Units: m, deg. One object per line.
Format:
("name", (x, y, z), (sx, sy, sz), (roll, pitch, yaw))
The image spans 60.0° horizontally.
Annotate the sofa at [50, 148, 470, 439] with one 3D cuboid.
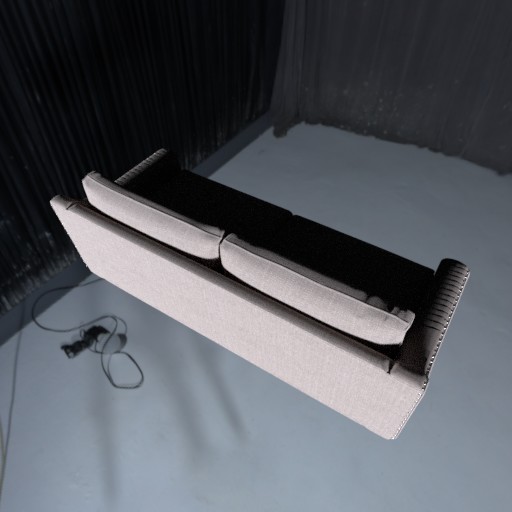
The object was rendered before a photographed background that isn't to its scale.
("sofa", (0.000, 0.000, 2.638), (2.208, 0.857, 1.000), (25, 51, 22))
